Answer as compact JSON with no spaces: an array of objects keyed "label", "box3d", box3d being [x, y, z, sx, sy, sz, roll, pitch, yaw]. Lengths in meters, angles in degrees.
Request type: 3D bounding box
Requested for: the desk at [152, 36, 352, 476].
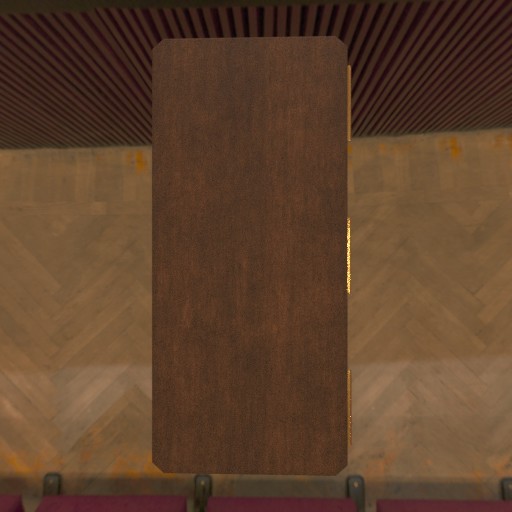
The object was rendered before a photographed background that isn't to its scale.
[{"label":"desk","box3d":[0.000,0.000,1.880,0.684,0.762,1.479,0,90,2]}]
